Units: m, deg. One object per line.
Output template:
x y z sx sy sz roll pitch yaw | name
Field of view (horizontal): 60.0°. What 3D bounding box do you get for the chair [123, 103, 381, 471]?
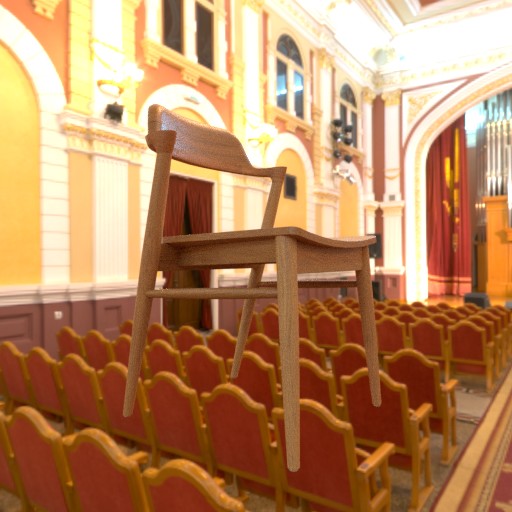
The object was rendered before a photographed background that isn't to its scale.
0.000 0.000 1.135 0.499 0.792 0.512 0 0 35 | chair
